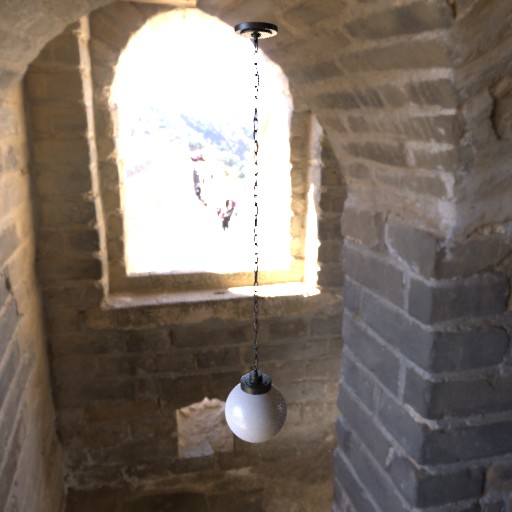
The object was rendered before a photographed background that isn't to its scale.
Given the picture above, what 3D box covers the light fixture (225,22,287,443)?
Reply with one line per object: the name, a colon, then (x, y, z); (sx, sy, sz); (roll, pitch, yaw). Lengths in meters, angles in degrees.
light fixture: (0.000, 0.000, 1.987); (0.304, 1.867, 0.305); (7, 16, 25)
